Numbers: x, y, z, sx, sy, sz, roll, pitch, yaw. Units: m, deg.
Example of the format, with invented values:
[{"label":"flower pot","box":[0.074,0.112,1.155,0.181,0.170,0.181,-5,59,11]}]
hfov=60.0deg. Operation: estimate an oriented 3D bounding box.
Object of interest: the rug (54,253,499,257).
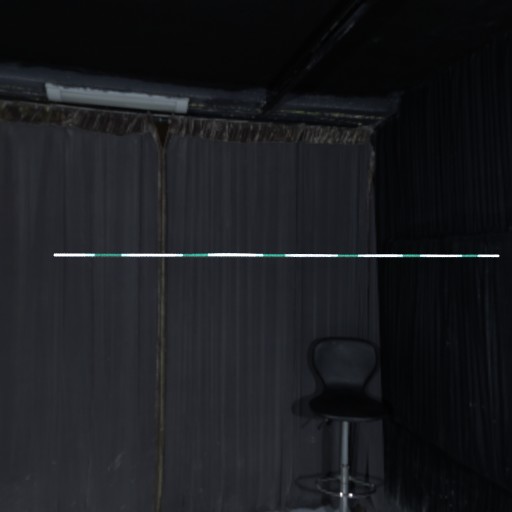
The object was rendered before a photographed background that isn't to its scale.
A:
[{"label":"rug","box":[0.000,0.000,4.011,3.041,0.019,2.434,0,0,-17]}]
